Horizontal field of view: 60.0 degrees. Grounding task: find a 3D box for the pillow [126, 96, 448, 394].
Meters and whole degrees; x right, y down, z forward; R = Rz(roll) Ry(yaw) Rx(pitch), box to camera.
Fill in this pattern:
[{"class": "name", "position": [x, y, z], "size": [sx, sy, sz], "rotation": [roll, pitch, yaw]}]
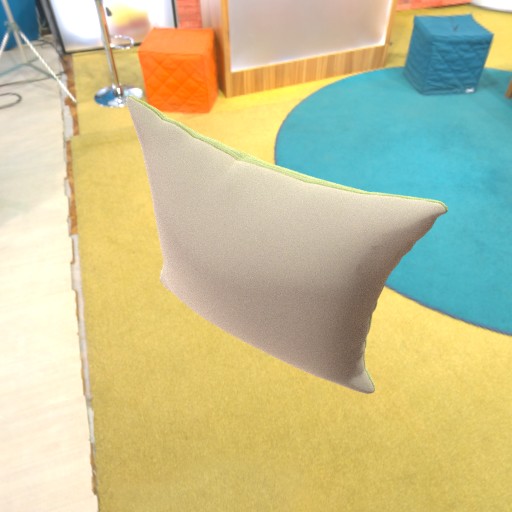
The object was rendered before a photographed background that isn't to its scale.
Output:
[{"class": "pillow", "position": [0.000, 0.000, 0.818], "size": [0.560, 0.487, 0.229], "rotation": [24, 50, 22]}]
